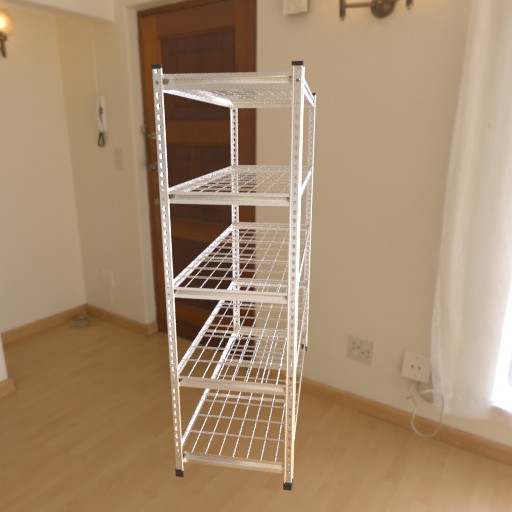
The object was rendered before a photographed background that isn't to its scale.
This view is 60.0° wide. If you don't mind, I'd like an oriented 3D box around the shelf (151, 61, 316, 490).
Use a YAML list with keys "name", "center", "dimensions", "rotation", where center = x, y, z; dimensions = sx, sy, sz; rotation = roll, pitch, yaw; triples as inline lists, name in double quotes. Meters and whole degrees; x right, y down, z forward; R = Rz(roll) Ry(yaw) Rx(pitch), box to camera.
- name: "shelf"
  center: [0.000, 0.000, 2.709]
  dimensions: [0.610, 1.981, 1.524]
  rotation: [2, 16, 9]
